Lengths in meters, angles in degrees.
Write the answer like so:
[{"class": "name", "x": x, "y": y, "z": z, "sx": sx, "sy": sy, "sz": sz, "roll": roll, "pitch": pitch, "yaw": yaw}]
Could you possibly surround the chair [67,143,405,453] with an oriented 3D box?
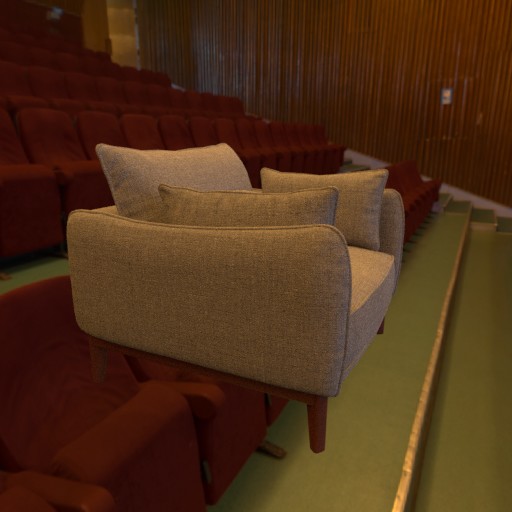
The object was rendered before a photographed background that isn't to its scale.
[{"class": "chair", "x": 0.000, "y": 0.000, "z": 1.696, "sx": 0.976, "sy": 0.839, "sz": 0.993, "roll": 7, "pitch": 17, "yaw": 25}]
